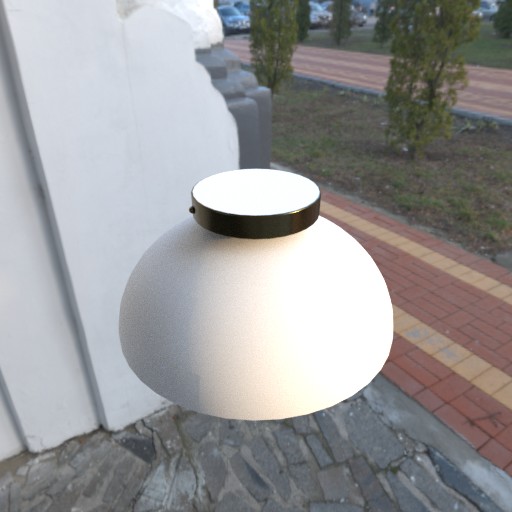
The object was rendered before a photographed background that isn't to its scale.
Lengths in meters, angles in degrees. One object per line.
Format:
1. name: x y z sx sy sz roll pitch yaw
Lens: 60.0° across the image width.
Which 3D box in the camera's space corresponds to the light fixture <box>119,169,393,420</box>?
1. light fixture: 0.000 0.000 0.553 0.355 0.177 0.355 0 30 0
